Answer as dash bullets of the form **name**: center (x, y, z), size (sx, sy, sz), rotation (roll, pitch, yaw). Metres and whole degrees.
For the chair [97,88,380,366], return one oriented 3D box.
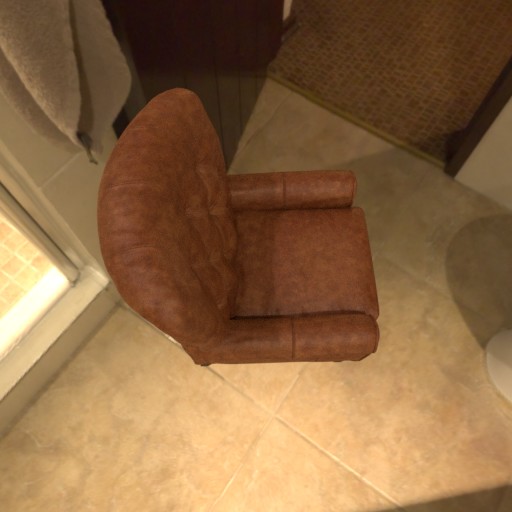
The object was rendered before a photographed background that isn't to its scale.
- **chair**: center (0.000, 0.000, 1.936), size (1.059, 1.164, 0.951), rotation (-2, 65, -1)
